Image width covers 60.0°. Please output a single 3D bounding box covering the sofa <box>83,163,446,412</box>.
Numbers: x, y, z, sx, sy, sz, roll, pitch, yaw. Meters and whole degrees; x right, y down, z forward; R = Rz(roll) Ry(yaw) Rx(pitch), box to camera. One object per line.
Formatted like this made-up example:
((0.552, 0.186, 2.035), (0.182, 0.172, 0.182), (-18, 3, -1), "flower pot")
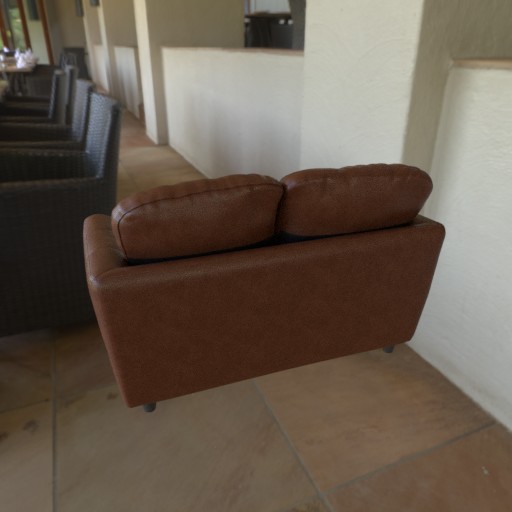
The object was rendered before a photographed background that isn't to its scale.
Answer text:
((0.000, 0.000, 1.965), (1.406, 0.906, 0.805), (-9, 27, -18), "sofa")
